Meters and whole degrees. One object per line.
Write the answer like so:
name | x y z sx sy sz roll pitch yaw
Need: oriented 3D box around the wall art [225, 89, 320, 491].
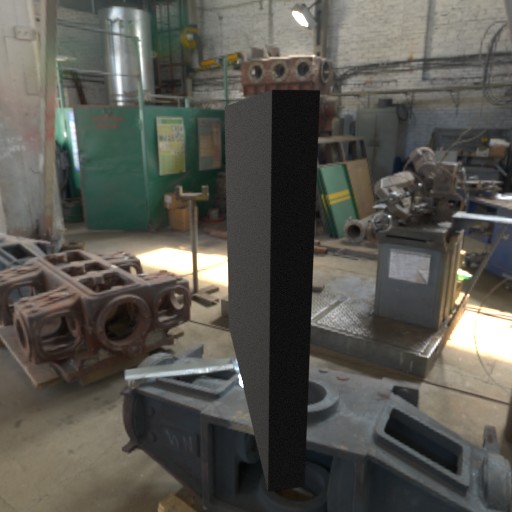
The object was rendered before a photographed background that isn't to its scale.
wall art | 0.000 0.000 0.462 0.030 0.305 0.308 -3 17 -9
